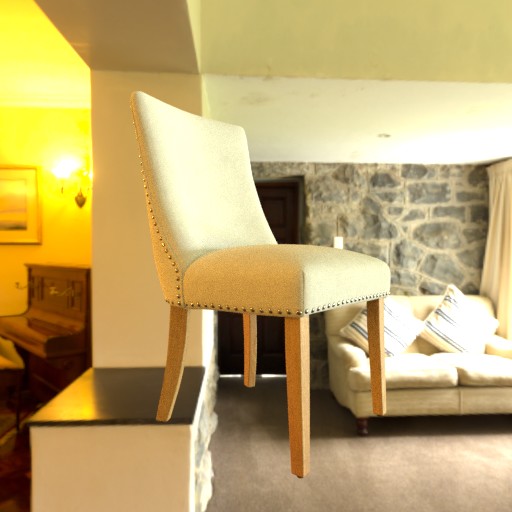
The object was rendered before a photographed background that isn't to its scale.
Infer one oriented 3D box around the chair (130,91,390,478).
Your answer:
[{"bbox_3d":[0.000,0.000,1.244,0.610,0.902,0.495,1,1,37],"label":"chair"}]
